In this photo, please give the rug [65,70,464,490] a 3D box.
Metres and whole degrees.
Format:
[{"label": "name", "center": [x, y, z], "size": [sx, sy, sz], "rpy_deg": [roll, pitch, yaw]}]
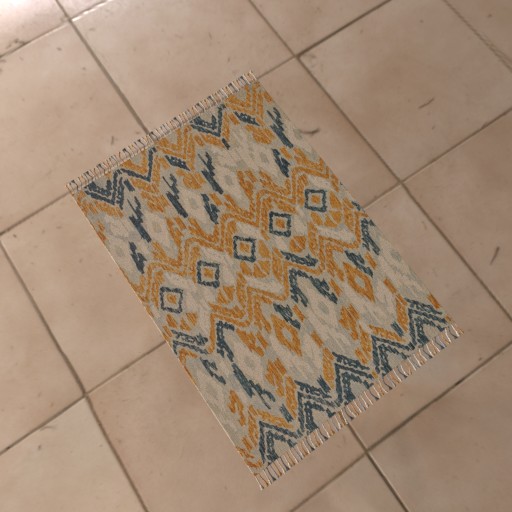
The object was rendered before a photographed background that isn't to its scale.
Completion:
[{"label": "rug", "center": [0.000, 0.000, 2.275], "size": [1.230, 0.008, 1.827], "rpy_deg": [-35, 78, -8]}]
